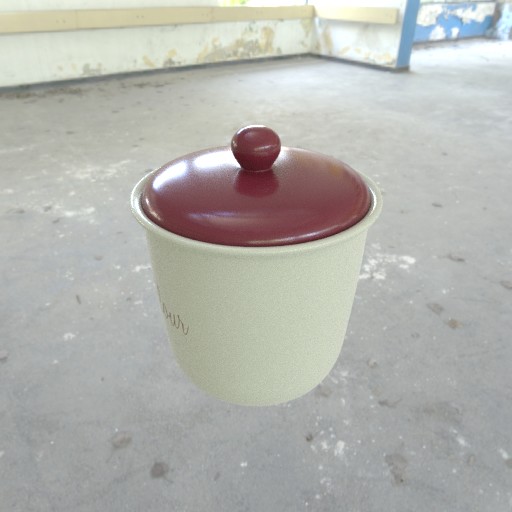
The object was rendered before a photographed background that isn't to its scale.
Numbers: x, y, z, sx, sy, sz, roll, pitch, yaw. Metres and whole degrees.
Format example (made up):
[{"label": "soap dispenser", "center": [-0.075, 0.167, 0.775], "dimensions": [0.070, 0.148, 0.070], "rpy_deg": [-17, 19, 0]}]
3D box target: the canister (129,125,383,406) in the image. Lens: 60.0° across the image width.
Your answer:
[{"label": "canister", "center": [0.000, 0.000, 0.357], "dimensions": [0.182, 0.208, 0.182], "rpy_deg": [0, 32, 0]}]
